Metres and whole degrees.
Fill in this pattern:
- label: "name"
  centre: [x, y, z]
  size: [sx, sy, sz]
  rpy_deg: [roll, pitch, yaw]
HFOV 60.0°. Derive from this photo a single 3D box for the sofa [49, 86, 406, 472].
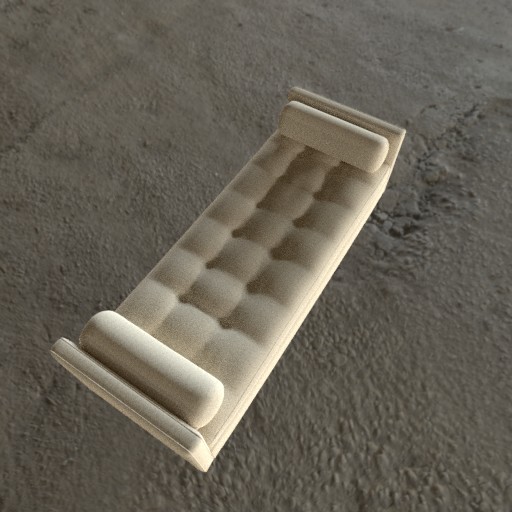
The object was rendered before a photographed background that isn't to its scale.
- label: "sofa"
  centre: [0.000, 0.000, 2.362]
  size: [0.746, 0.641, 1.985]
  rpy_deg: [28, 62, 17]
